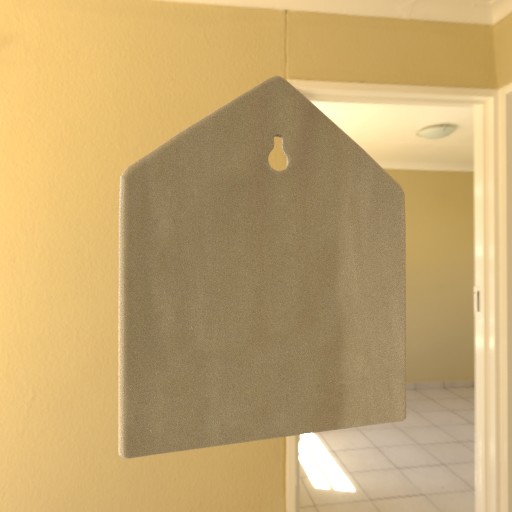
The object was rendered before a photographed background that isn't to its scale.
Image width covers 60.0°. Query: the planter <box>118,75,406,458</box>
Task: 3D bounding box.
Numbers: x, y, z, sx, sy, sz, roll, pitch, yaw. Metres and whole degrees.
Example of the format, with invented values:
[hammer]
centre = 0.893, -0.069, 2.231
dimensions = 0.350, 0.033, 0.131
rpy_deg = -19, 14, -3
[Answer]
[planter]
centre = 0.000, 0.000, 0.273
dimensions = 0.163, 0.194, 0.080
rpy_deg = 0, -1, -18
